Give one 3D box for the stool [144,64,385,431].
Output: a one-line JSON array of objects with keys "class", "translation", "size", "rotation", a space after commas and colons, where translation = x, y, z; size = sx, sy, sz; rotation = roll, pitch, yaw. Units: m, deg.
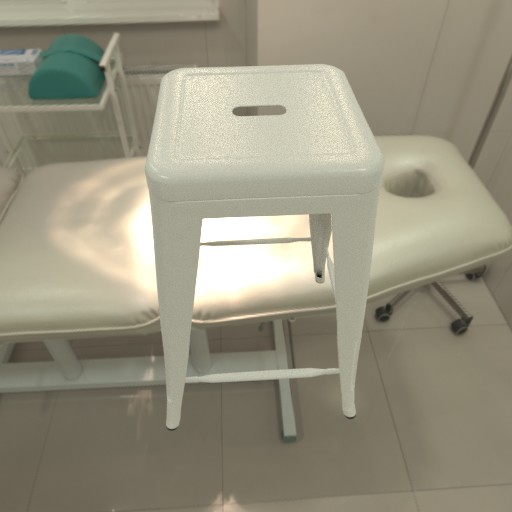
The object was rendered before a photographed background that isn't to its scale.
[{"class": "stool", "translation": [0.000, 0.000, 0.857], "size": [0.406, 0.610, 0.406], "rotation": [-3, 46, -3]}]
